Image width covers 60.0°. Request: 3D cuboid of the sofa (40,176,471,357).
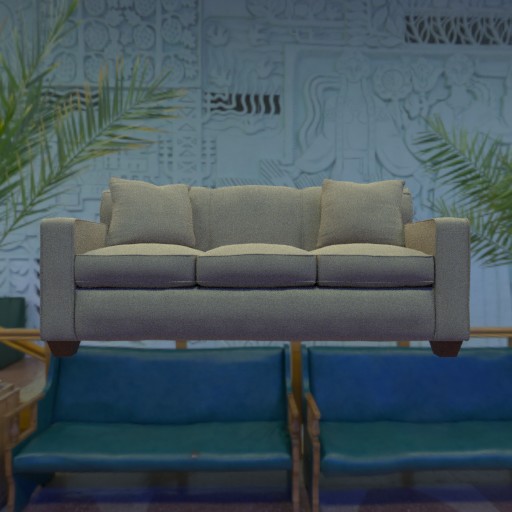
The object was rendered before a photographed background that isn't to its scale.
[{"bbox_3d":[0.000,0.000,2.506,2.024,0.958,0.997,0,0,0],"label":"sofa"}]
